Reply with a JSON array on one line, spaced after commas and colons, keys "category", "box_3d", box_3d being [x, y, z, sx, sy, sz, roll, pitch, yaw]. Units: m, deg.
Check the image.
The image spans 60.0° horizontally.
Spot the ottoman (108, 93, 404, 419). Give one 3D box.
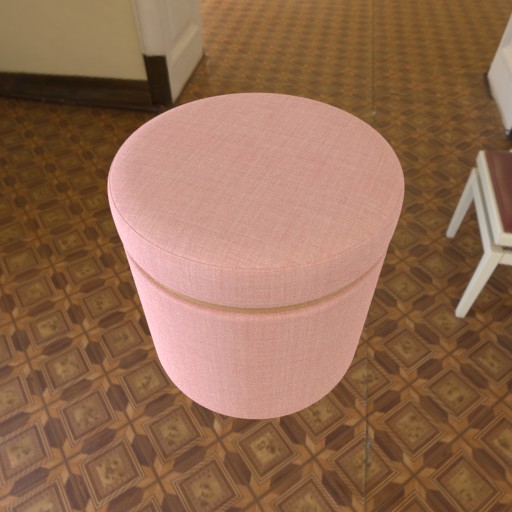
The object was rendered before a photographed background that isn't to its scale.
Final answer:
[{"category": "ottoman", "box_3d": [0.000, 0.000, 0.738, 0.400, 0.406, 0.400, 0, 47, 0]}]
